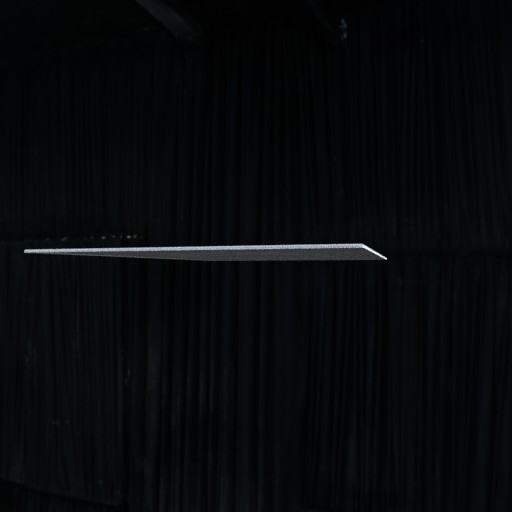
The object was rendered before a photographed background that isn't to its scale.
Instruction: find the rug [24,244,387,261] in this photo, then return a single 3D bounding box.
[{"bbox_3d":[0.000,0.000,2.259,1.217,0.011,1.747,-1,-2,18],"label":"rug"}]
